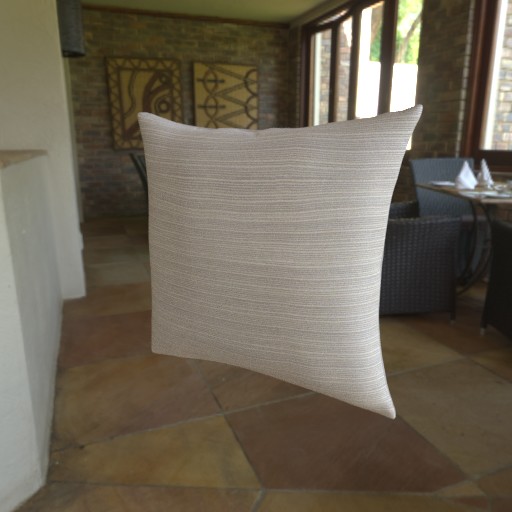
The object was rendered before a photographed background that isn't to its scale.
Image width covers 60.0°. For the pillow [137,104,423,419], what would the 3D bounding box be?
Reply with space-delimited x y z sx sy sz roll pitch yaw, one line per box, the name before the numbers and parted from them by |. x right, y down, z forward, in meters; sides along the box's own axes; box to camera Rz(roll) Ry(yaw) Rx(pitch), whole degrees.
pillow | 0.000 0.000 0.779 0.512 0.497 0.204 7 16 27
